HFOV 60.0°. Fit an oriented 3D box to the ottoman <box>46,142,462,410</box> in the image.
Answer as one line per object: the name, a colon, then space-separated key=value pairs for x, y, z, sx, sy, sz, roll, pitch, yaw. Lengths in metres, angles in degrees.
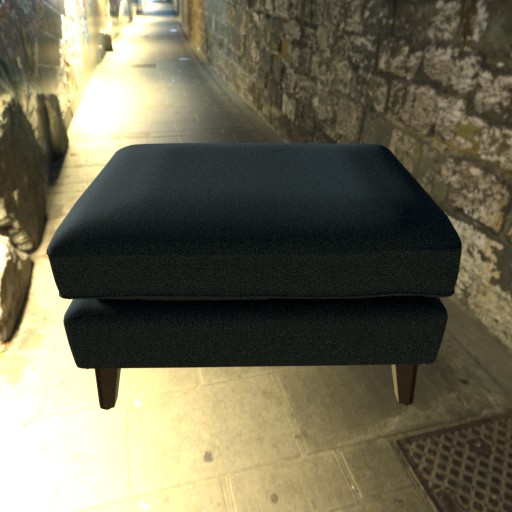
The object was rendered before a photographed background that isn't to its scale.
ottoman: x=0.000 y=0.000 z=1.204 sx=0.835 sy=0.503 sz=0.629 roll=-1 pitch=31 yaw=-1
